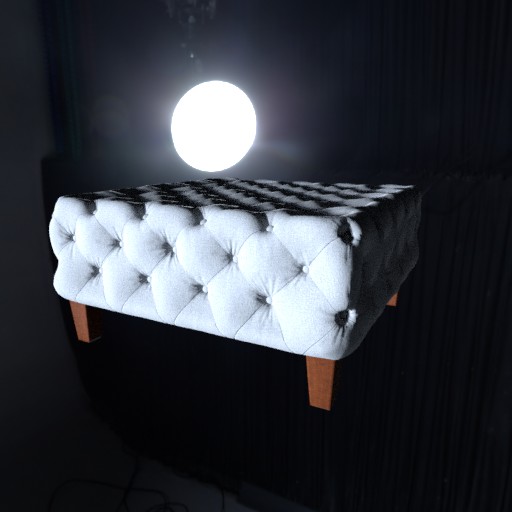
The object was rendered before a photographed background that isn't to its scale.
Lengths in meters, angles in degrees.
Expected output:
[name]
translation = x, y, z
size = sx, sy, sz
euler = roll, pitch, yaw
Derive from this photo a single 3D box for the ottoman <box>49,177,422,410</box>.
[ottoman]
translation = 0.000, 0.000, 1.195
size = 0.764, 0.365, 0.758
euler = 7, 16, 27
